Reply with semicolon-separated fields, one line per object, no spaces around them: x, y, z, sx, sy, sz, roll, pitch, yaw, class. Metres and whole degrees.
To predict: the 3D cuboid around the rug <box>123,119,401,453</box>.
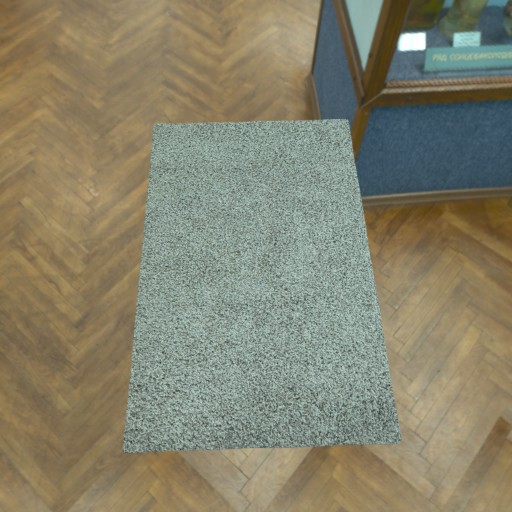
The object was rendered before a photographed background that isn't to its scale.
0.000;0.000;3.433;1.778;0.030;2.743;-2;63;-1;rug
